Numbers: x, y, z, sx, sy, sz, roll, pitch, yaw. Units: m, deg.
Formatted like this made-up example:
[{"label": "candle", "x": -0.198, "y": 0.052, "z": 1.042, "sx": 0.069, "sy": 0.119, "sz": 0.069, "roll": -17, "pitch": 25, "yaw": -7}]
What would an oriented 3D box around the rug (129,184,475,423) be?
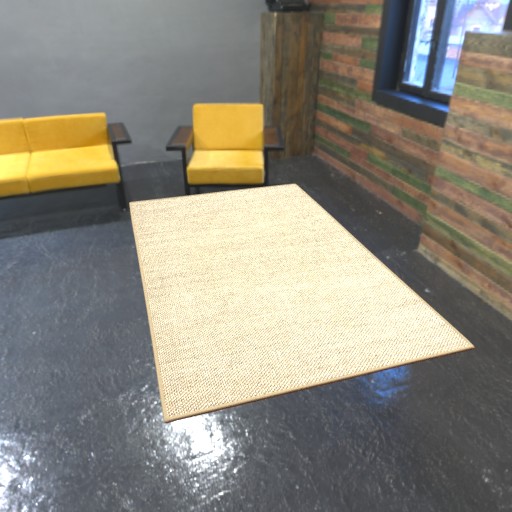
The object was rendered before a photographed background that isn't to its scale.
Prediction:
[{"label": "rug", "x": 0.000, "y": 0.000, "z": 2.073, "sx": 1.062, "sy": 0.013, "sz": 1.667, "roll": -9, "pitch": 31, "yaw": -15}]
